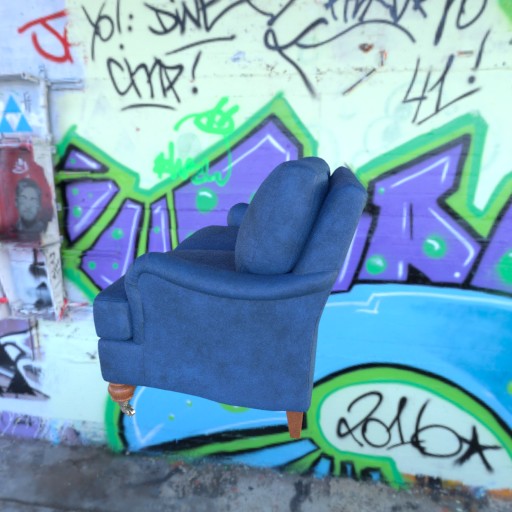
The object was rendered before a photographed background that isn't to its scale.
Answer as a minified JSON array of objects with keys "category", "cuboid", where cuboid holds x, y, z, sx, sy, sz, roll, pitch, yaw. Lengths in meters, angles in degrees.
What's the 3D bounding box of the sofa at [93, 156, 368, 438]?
[{"category":"sofa","cuboid":[0.000,0.000,2.545,1.084,1.101,1.853,2,14,10]}]
